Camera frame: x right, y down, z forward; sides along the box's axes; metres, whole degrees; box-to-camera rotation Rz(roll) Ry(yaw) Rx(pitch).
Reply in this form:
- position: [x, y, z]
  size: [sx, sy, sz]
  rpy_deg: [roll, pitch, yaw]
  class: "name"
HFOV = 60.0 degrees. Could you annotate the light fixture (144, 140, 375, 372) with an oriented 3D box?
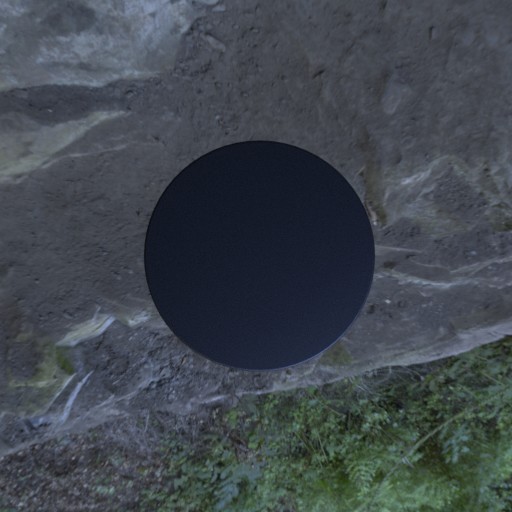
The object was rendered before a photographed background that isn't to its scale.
- position: [0.000, 0.000, 0.356]
  size: [0.200, 0.183, 0.200]
  rpy_deg: [0, 90, -2]
  class: "light fixture"
